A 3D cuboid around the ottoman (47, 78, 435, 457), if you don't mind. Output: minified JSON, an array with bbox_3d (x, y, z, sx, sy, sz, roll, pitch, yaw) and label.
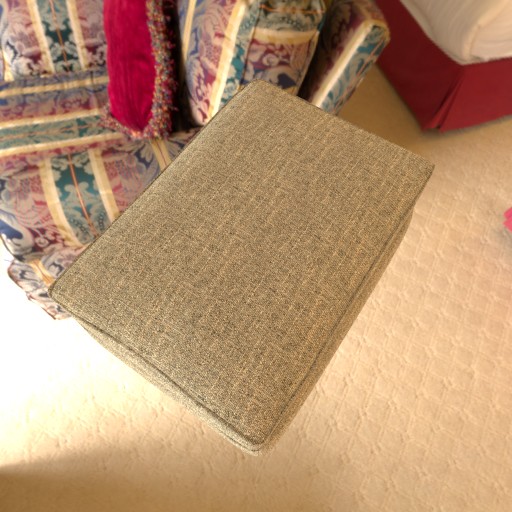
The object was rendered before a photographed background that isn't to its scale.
[{"bbox_3d":[0.000,0.000,0.986,0.508,0.406,0.686,31,67,15],"label":"ottoman"}]
